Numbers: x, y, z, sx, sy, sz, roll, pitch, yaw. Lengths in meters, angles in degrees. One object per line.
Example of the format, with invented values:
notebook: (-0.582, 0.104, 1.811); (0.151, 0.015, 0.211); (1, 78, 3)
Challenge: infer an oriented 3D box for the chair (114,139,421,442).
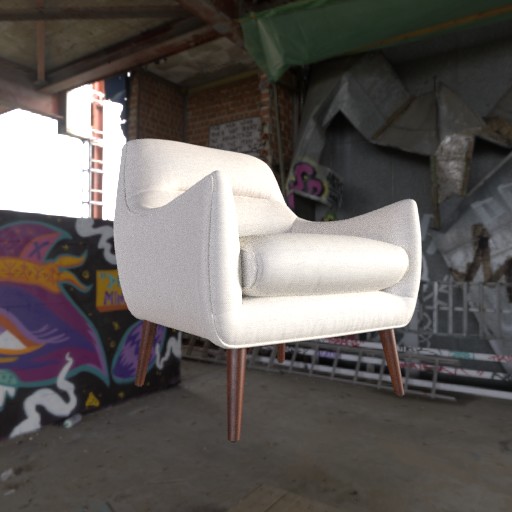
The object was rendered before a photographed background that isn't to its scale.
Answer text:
chair: (0.000, 0.000, 1.422); (0.762, 0.838, 0.787); (1, -2, -36)
